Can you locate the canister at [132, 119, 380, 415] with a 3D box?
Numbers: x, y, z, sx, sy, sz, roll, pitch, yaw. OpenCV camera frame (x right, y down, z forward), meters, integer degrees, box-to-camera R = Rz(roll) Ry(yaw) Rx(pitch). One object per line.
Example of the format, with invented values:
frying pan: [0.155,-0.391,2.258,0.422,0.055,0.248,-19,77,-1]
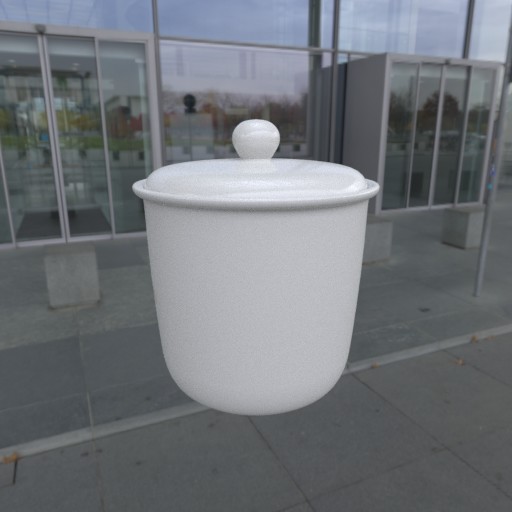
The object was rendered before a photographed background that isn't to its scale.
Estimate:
canister: [0.000,0.000,0.353,0.182,0.208,0.182,0,16,0]
